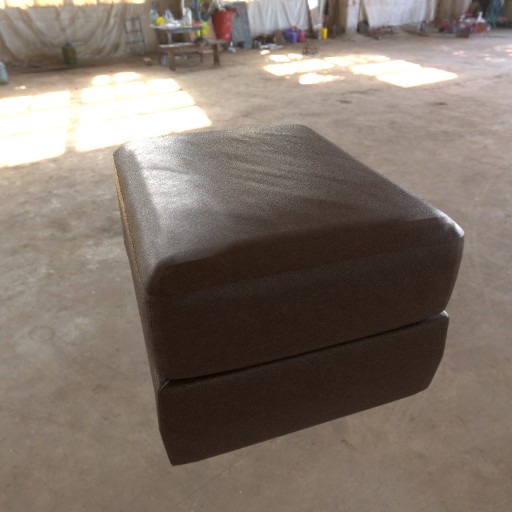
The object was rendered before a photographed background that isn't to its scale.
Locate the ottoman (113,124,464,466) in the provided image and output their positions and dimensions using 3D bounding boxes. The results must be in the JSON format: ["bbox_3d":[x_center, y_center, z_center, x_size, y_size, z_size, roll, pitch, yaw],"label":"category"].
[{"bbox_3d":[0.000,0.000,1.094,0.603,0.476,0.751,-10,33,-16],"label":"ottoman"}]
